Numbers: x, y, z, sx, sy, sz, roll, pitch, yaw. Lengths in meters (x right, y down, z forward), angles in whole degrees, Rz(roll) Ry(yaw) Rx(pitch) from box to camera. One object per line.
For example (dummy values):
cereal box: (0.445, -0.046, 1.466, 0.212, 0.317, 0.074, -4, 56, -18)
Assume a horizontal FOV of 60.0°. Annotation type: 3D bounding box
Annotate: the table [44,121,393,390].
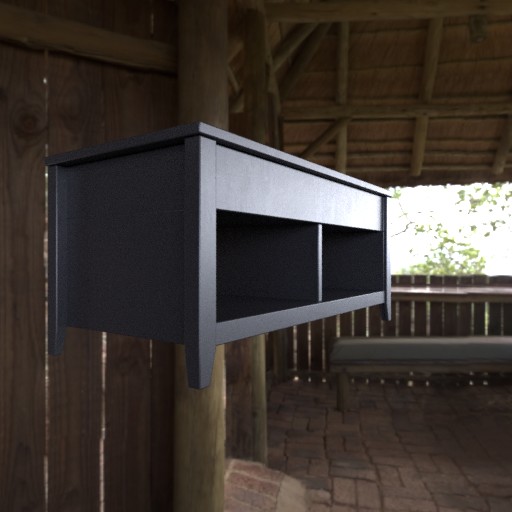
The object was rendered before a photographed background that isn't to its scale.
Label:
table: (0.000, 0.000, 1.301, 0.483, 0.457, 1.016, 0, 0, 35)
